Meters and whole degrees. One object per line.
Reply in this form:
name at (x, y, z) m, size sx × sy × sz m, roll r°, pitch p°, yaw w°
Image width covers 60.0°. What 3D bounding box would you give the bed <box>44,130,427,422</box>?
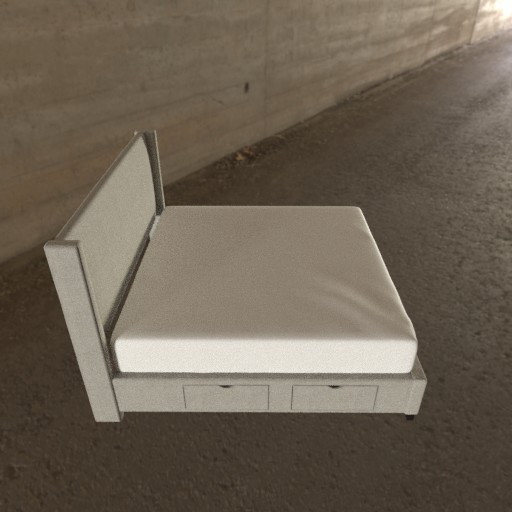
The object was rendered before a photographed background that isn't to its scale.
bed at (0.000, 0.000, 3.659) m, size 2.280 × 1.470 × 2.140 m, roll 0°, pitch 32°, yaw 0°
